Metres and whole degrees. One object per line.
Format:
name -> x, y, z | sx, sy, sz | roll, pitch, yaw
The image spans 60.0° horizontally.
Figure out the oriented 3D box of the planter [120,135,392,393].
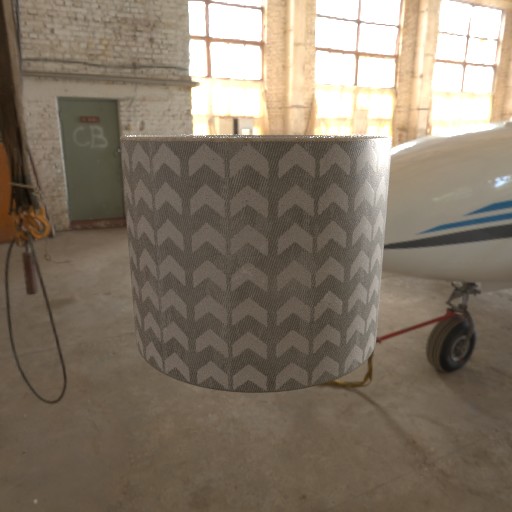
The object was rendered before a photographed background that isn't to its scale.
planter -> 0.000, 0.000, 0.346 | 0.190, 0.181, 0.190 | 0, 16, 0
